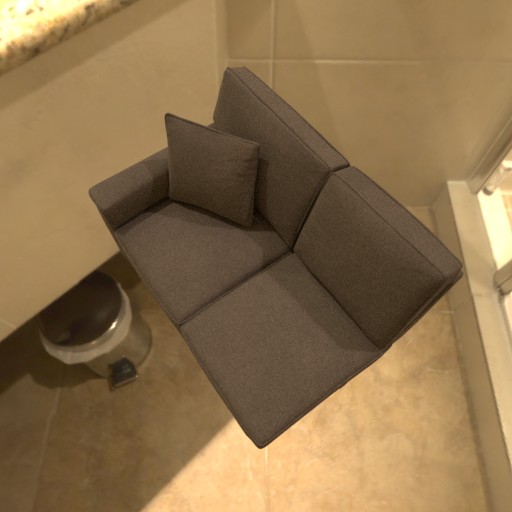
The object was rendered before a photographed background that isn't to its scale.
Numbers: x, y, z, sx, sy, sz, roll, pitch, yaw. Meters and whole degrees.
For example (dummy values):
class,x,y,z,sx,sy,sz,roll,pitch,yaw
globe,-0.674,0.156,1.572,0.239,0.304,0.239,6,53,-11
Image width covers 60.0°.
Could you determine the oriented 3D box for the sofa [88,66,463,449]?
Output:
class,x,y,z,sx,sy,sz,roll,pitch,yaw
sofa,0.000,0.000,2.084,0.991,0.989,1.388,-33,67,-16
